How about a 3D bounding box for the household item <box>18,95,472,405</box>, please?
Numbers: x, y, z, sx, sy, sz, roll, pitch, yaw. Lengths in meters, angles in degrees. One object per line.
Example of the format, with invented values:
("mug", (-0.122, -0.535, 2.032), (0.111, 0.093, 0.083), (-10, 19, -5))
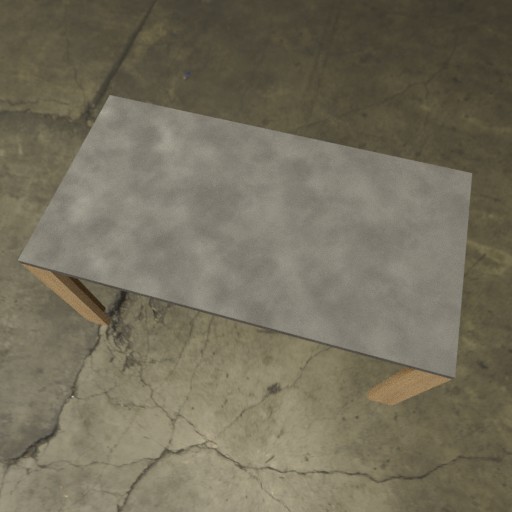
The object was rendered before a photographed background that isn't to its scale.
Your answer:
("household item", (0.000, 0.000, 2.070), (1.600, 0.755, 0.850), (14, 66, 7))
